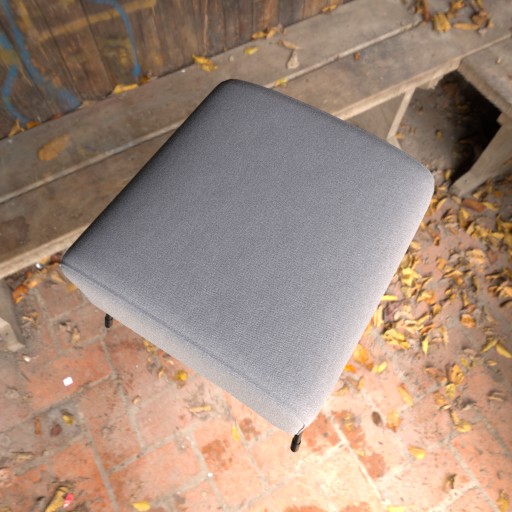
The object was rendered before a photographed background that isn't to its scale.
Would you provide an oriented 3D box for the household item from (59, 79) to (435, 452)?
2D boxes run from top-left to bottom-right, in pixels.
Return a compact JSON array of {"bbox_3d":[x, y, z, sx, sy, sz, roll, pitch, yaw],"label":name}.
[{"bbox_3d":[0.000,0.000,0.911,0.530,0.410,0.530,29,67,13],"label":"household item"}]
